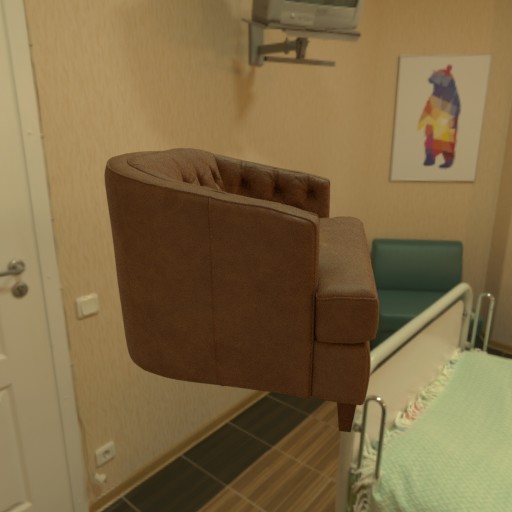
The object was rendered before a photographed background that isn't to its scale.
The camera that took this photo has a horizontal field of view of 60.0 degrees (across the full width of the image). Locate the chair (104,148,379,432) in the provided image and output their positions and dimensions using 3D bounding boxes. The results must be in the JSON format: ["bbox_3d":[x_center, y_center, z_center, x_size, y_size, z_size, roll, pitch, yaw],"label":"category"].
[{"bbox_3d":[0.000,0.000,1.809,0.911,0.836,1.119,3,16,10],"label":"chair"}]
